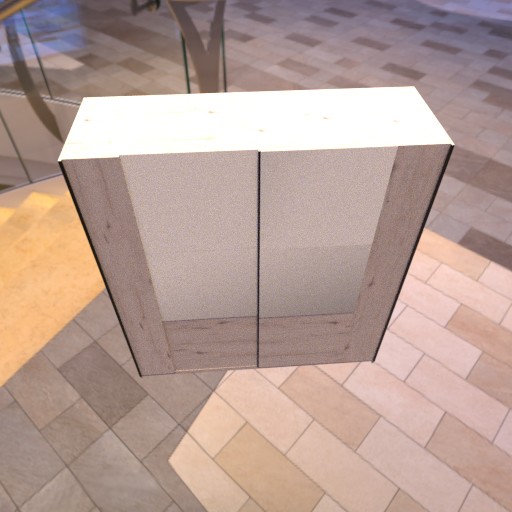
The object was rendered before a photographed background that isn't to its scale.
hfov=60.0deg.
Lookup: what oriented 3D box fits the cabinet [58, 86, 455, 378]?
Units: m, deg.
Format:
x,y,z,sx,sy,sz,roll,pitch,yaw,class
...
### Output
x,y,z,sx,sy,sz,roll,pitch,yaw,class
0.000,0.000,3.239,2.000,2.180,0.660,-3,46,-3,cabinet
